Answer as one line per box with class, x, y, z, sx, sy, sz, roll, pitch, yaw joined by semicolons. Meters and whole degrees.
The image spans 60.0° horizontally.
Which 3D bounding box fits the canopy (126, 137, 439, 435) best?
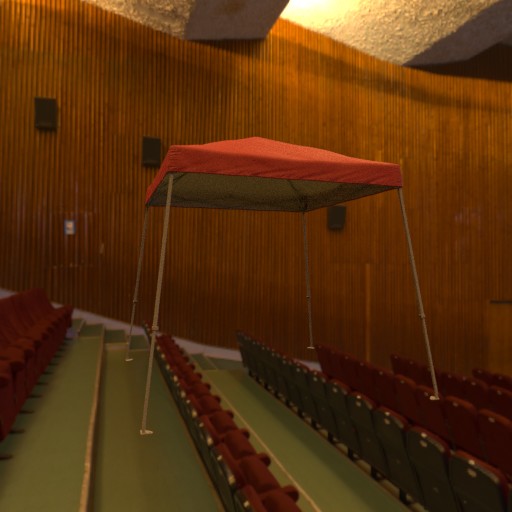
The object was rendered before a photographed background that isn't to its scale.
canopy;0.000;0.000;6.665;3.599;3.600;3.600;0;-1;-19
